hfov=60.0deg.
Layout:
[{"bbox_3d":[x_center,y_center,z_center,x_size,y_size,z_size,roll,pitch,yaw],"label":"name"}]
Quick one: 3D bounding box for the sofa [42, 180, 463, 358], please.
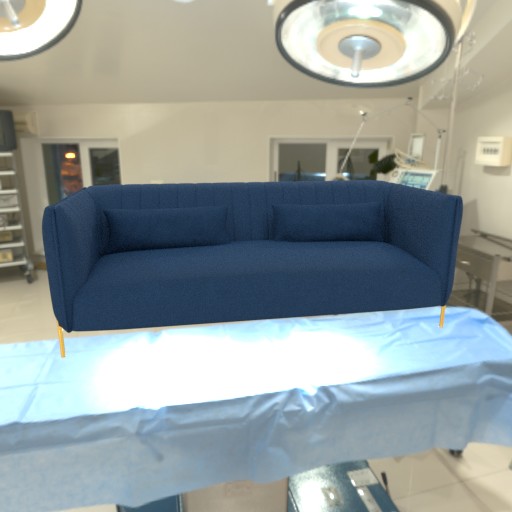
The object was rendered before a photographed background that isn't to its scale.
[{"bbox_3d":[0.000,0.000,2.616,2.136,0.793,0.896,-3,15,-10],"label":"sofa"}]
